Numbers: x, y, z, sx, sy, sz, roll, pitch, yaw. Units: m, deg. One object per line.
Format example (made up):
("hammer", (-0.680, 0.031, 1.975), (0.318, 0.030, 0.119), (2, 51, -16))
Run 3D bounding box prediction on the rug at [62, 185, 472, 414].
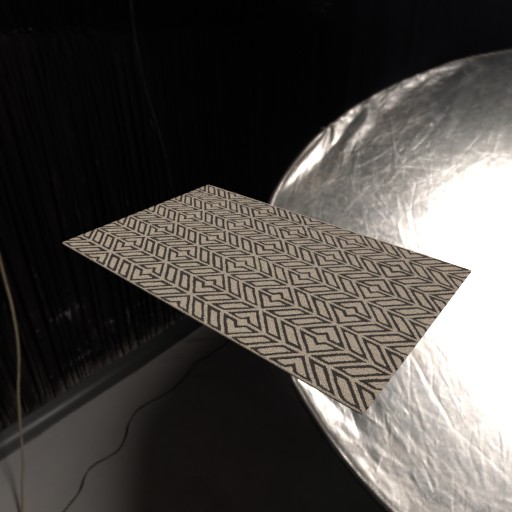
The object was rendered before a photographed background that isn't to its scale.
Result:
("rug", (0.000, 0.000, 3.076), (2.438, 0.008, 1.523), (22, 37, 33))
